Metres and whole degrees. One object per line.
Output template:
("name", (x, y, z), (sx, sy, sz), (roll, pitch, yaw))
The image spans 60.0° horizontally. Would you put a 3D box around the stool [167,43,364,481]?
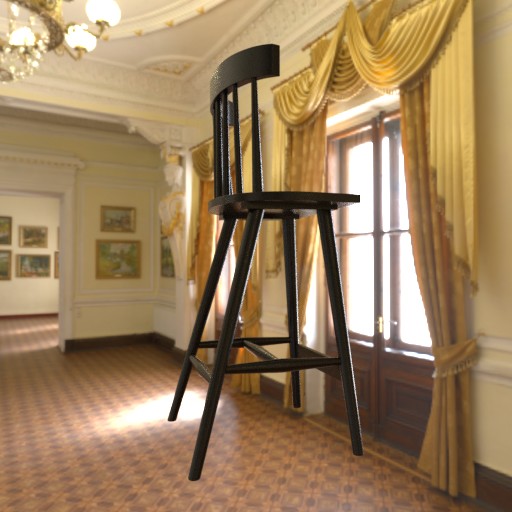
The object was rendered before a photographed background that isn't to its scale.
("stool", (0.000, 0.000, 1.358), (0.483, 1.092, 0.482), (0, -1, -18))
